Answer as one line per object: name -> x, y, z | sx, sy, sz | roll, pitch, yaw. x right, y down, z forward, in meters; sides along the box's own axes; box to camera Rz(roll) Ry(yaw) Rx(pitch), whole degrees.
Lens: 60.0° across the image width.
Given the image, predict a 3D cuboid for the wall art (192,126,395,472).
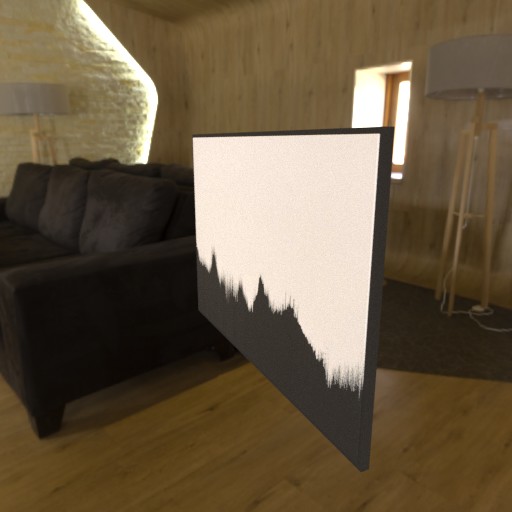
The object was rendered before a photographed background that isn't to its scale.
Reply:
wall art -> 0.000, 0.000, 1.492 | 0.028, 0.805, 1.190 | -7, 16, -25
